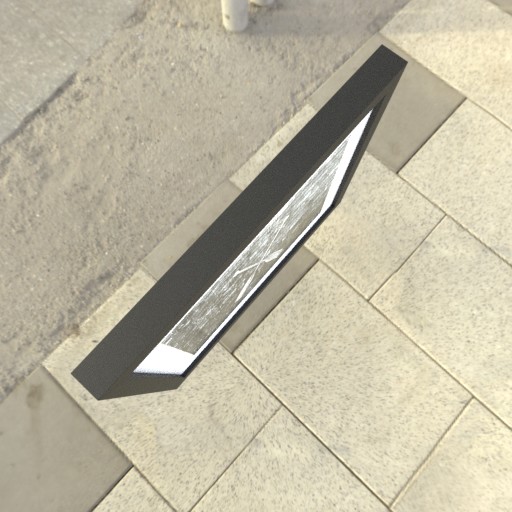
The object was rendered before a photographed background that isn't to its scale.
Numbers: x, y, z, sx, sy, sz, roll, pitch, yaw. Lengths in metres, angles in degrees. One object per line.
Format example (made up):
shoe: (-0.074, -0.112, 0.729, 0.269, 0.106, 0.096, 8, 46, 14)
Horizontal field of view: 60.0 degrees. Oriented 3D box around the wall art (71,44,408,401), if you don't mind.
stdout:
wall art: (0.000, 0.000, 0.519, 0.029, 0.330, 0.381, 40, 78, 10)
